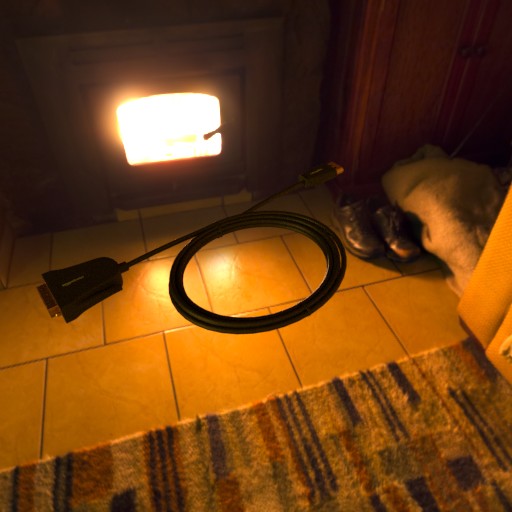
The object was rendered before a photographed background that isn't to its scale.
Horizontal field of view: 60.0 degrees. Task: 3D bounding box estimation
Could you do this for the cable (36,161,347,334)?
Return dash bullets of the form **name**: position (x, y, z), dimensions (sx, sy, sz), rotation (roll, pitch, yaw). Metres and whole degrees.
- **cable**: position (0.000, 0.000, 0.329), dimensions (0.281, 0.015, 0.136), rotation (-26, 48, -27)
